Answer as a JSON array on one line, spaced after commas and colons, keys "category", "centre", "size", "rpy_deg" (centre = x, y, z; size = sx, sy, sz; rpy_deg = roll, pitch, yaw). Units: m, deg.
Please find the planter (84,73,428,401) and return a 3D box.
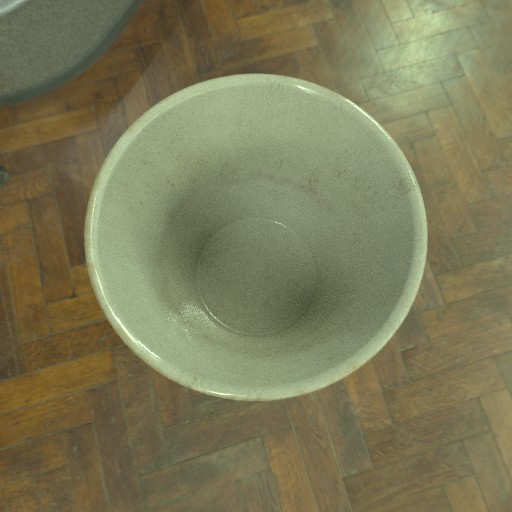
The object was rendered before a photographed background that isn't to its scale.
[{"category": "planter", "centre": [0.000, 0.000, 0.213], "size": [0.126, 0.104, 0.126], "rpy_deg": [0, 76, 0]}]
